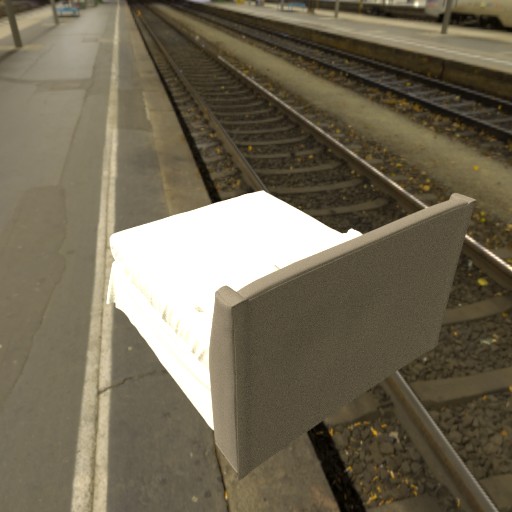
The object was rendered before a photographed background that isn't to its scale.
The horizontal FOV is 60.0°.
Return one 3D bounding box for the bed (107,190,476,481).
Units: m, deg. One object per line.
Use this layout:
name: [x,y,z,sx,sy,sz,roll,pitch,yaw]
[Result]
bed: [0.000,0.000,3.491,1.925,1.332,2.276,-21,37,-30]
